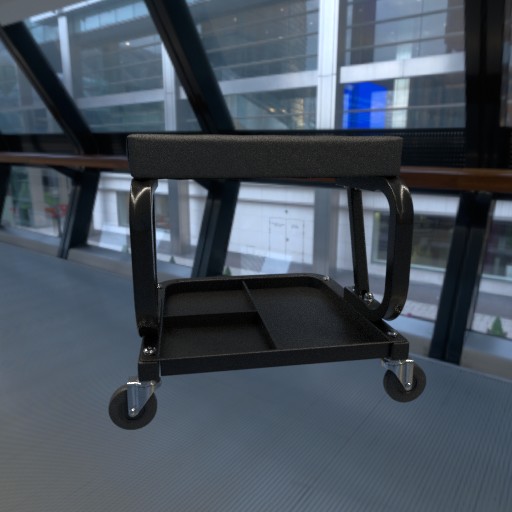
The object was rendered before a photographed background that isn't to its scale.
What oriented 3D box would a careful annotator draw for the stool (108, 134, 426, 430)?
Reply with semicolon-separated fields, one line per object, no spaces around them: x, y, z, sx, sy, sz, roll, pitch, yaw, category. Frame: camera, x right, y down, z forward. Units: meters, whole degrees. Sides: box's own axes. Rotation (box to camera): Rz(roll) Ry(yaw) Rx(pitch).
0.000;0.000;0.735;0.446;0.380;0.371;-2;13;-10;stool
